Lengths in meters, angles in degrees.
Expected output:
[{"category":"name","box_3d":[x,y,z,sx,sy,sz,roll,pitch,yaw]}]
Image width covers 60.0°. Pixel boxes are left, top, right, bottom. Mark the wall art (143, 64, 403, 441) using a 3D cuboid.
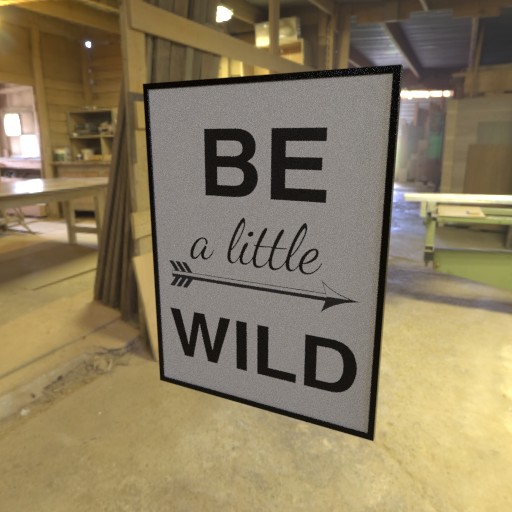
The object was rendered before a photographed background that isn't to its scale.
[{"category":"wall art","box_3d":[0.000,0.000,0.766,0.442,0.582,0.013,7,16,26]}]
